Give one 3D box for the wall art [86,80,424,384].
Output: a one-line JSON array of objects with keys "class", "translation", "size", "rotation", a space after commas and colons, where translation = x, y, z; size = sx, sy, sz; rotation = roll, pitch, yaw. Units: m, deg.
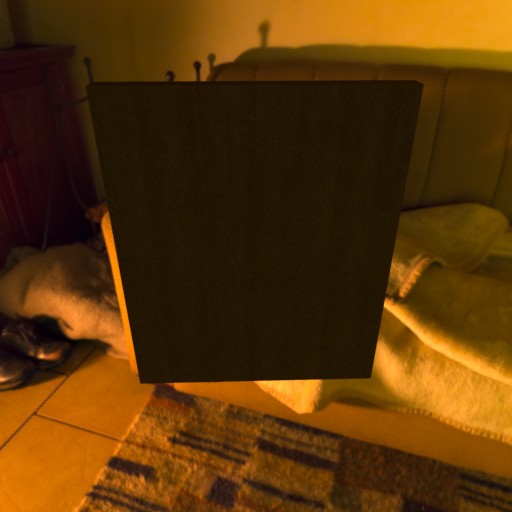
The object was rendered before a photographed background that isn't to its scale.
[{"class": "wall art", "translation": [0.000, 0.000, 0.750], "size": [0.455, 0.552, 0.034], "rotation": [-1, 30, -2]}]
